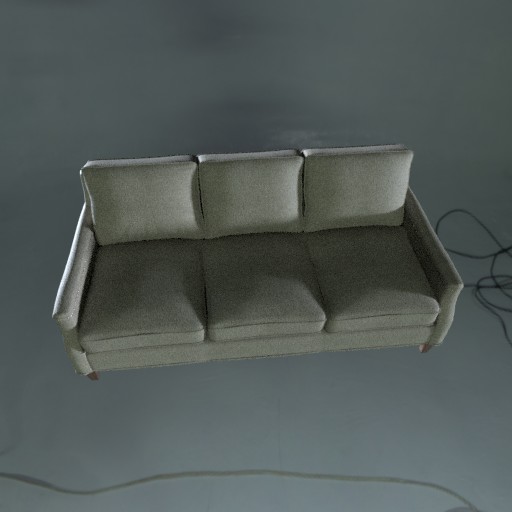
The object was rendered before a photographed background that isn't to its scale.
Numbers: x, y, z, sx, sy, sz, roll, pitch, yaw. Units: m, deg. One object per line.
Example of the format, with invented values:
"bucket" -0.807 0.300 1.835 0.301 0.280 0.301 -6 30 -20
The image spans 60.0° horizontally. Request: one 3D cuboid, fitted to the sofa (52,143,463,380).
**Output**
"sofa" 0.000 0.000 2.790 2.246 1.003 1.084 -4 47 -4
